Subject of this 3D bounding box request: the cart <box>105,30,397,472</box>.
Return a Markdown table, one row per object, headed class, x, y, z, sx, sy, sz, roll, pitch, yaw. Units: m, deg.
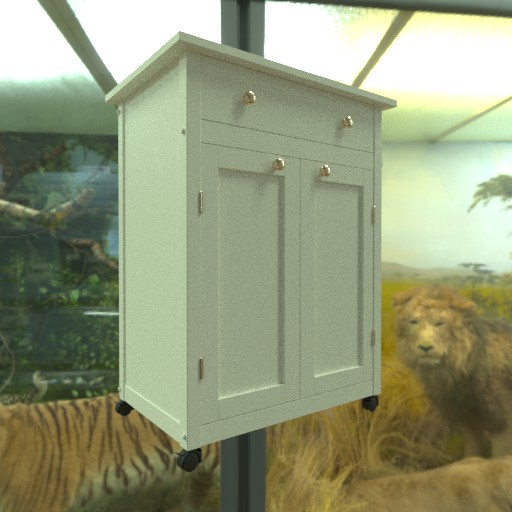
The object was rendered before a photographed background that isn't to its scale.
| class | x | y | z | sx | sy | sz | roll | pitch | yaw |
| --- | --- | --- | --- | --- | --- | --- | --- | --- | --- |
| cart | 0.000 | 0.000 | 1.223 | 0.683 | 0.864 | 0.442 | -1 | 1 | -36 |
